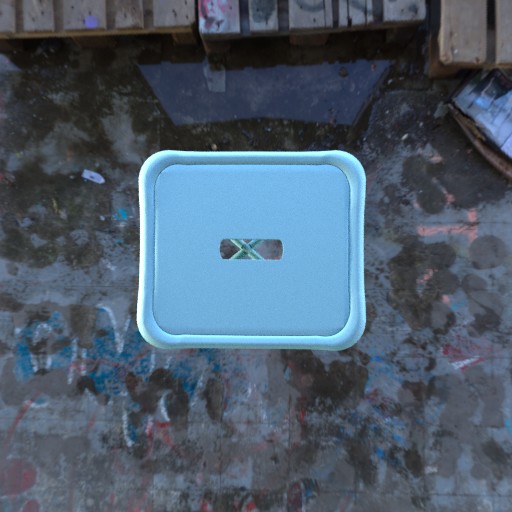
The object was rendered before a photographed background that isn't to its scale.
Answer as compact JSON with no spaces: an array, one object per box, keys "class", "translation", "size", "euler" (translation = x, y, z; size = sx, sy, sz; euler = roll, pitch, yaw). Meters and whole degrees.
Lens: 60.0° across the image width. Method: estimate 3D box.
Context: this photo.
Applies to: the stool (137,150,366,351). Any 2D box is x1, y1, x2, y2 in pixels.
[{"class":"stool","translation":[0.000,0.000,0.863],"size":[0.399,0.609,0.359],"euler":[0,88,1]}]
